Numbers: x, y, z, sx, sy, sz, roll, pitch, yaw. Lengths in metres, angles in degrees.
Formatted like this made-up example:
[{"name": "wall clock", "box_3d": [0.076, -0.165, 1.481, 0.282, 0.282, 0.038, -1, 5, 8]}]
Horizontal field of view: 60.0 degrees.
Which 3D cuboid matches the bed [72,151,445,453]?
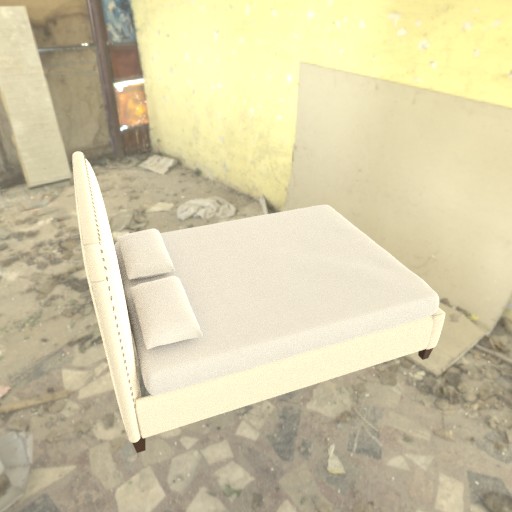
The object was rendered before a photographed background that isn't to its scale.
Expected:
[{"name": "bed", "box_3d": [0.000, 0.000, 3.413, 2.372, 1.497, 1.712, -12, 34, -18]}]
